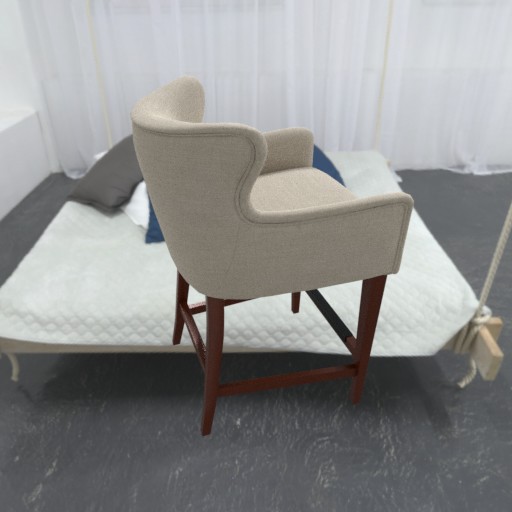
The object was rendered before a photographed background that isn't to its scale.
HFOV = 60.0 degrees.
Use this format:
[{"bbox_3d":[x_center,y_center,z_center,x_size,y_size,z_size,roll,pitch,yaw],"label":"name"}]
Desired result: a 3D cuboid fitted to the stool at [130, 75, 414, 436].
[{"bbox_3d":[0.000,0.000,1.390,0.637,0.987,0.615,-11,34,-16],"label":"stool"}]
